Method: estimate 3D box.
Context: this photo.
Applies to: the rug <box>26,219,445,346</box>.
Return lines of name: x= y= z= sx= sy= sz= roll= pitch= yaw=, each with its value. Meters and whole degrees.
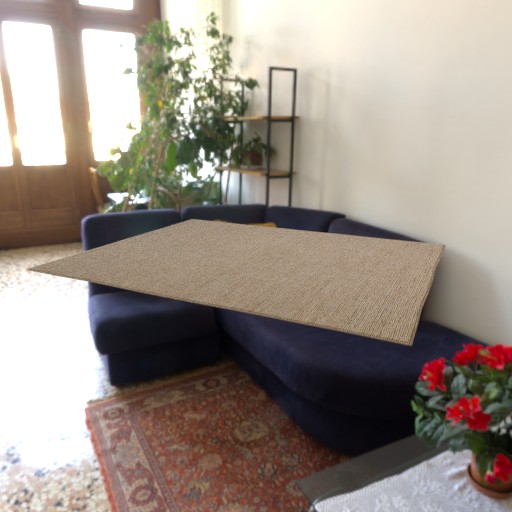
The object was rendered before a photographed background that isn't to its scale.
rug: x=0.000 y=0.000 z=4.037 sx=3.034 sy=0.012 sz=2.406 roll=8 pitch=17 yaw=25
